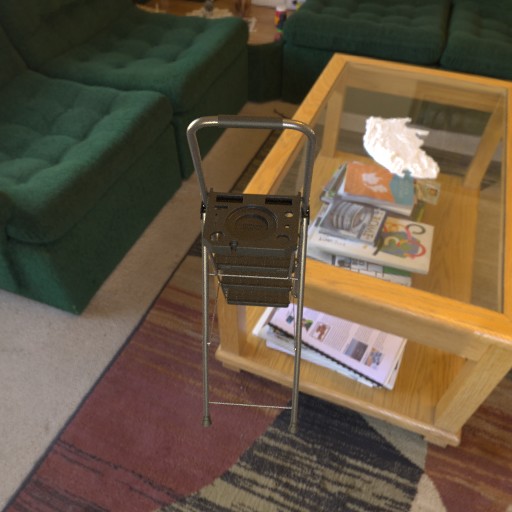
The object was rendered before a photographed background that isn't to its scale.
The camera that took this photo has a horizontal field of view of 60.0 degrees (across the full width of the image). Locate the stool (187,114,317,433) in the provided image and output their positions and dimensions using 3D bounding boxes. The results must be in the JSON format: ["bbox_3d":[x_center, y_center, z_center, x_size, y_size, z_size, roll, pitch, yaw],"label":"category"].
[{"bbox_3d":[0.000,0.000,1.572,0.396,1.277,0.733,3,47,3],"label":"stool"}]
